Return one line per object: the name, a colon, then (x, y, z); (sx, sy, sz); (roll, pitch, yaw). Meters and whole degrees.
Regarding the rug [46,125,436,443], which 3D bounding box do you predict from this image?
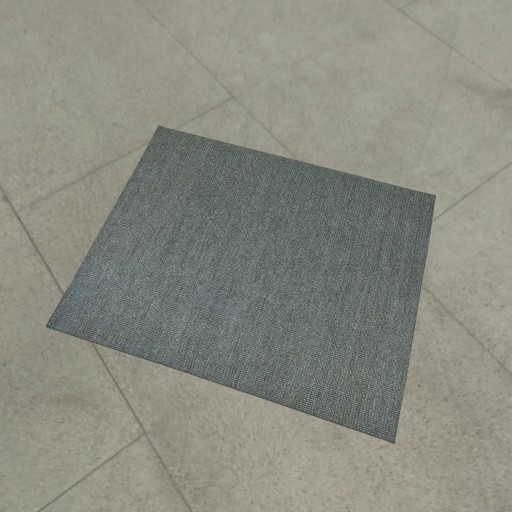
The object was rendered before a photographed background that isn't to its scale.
rug: (0.000, 0.000, 4.180); (3.068, 0.021, 2.456); (16, 64, 8)
